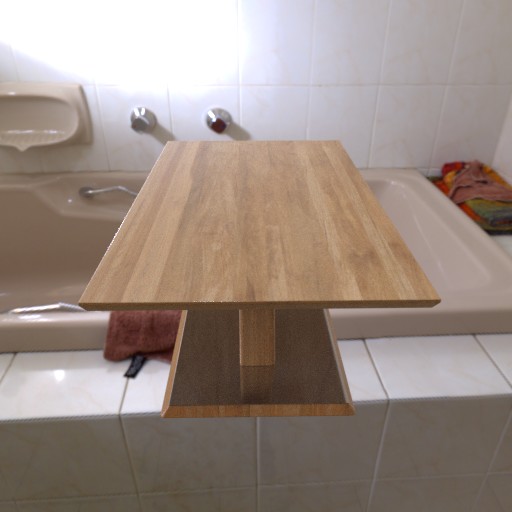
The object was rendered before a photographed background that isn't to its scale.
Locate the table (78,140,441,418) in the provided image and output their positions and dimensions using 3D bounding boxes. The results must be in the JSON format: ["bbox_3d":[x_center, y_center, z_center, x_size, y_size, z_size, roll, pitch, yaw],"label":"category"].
[{"bbox_3d":[0.000,0.000,1.427,0.692,0.441,1.100,0,30,-1],"label":"table"}]
